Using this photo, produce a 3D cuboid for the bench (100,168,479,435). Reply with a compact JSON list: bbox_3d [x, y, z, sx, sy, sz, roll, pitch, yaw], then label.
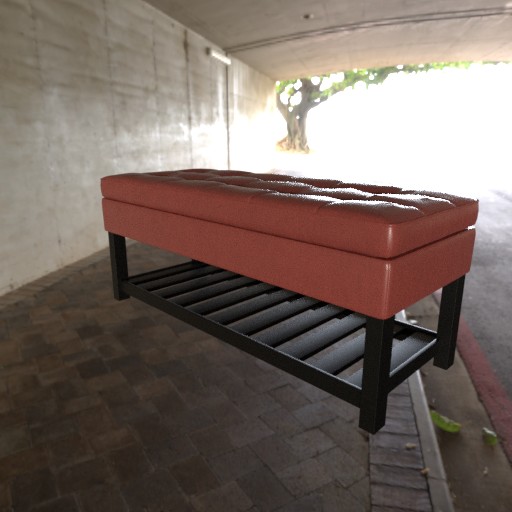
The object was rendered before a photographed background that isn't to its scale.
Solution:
[{"bbox_3d":[0.000,0.000,1.340,1.105,0.460,0.432,15,22,43],"label":"bench"}]
